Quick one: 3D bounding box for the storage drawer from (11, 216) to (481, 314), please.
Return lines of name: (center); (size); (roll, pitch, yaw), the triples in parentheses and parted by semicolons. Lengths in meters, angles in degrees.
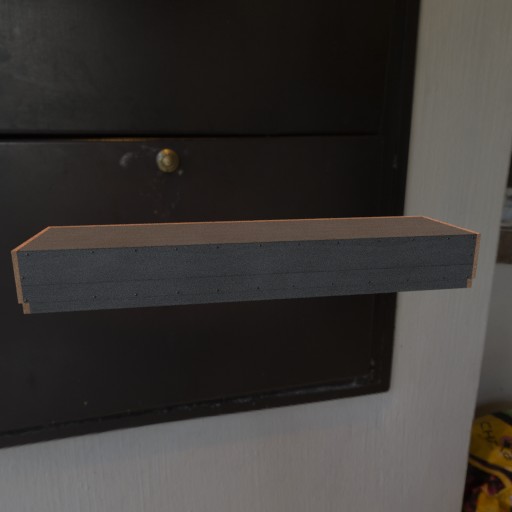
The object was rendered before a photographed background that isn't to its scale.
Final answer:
storage drawer: (0.000, 0.000, 2.184); (2.032, 0.264, 0.538); (-2, 15, -9)
